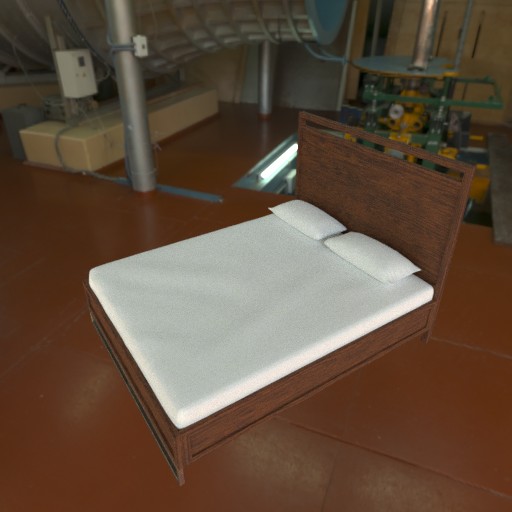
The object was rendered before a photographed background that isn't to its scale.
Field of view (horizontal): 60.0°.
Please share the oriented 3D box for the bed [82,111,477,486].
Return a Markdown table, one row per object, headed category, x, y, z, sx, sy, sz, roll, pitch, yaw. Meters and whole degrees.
| category | x | y | z | sx | sy | sz | roll | pitch | yaw |
| --- | --- | --- | --- | --- | --- | --- | --- | --- | --- |
| bed | 0.000 | 0.000 | 3.324 | 2.218 | 1.487 | 1.765 | -19 | 36 | -28 |
